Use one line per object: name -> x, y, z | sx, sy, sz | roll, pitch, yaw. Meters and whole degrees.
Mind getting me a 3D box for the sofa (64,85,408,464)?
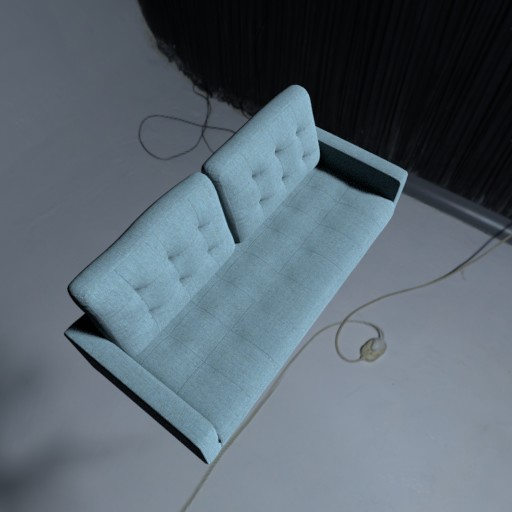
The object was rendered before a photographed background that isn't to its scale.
sofa -> 0.000, 0.000, 2.584 | 0.966, 1.050, 2.010 | 32, 63, 19
